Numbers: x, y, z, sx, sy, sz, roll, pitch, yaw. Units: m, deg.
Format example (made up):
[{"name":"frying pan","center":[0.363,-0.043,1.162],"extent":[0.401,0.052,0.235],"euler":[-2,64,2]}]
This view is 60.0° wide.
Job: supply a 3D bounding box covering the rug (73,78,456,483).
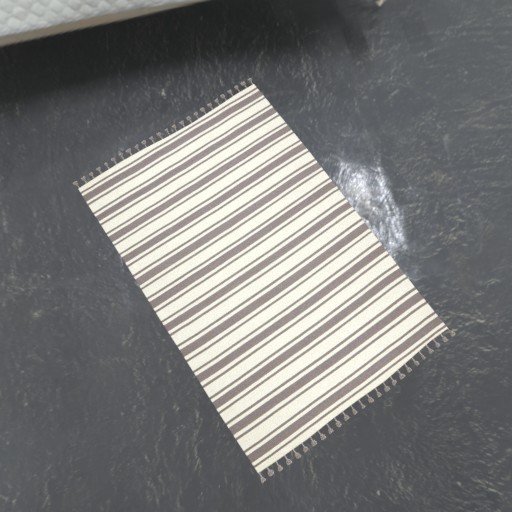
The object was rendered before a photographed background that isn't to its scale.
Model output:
[{"name":"rug","center":[0.000,0.000,3.061],"extent":[1.563,0.014,2.425],"euler":[-34,77,-9]}]
